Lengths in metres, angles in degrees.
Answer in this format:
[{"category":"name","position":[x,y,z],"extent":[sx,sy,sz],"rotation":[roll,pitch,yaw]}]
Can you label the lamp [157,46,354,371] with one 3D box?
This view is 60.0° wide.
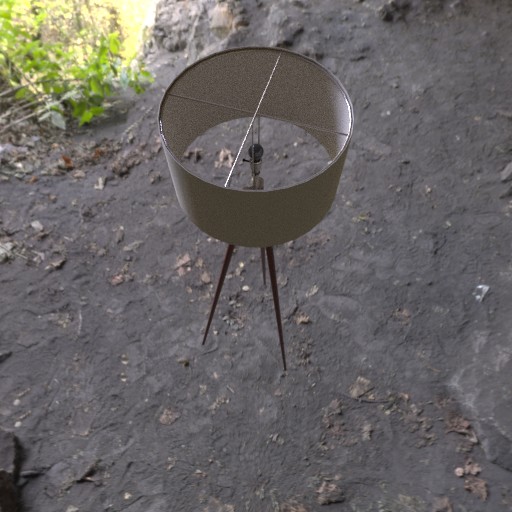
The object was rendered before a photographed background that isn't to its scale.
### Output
[{"category":"lamp","position":[0.000,0.000,1.782],"extent":[0.483,1.553,0.483],"rotation":[15,64,8]}]
